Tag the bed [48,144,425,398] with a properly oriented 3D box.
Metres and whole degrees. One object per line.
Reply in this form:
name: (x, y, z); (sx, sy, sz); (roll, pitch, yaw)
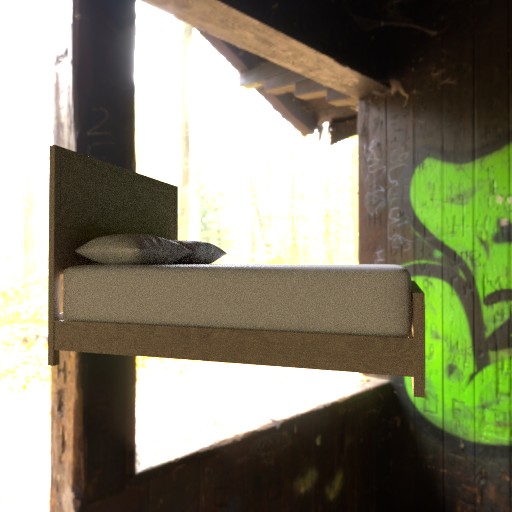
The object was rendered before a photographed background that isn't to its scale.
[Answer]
bed: (0.000, 0.000, 3.178); (2.189, 1.369, 1.606); (0, -1, 18)
